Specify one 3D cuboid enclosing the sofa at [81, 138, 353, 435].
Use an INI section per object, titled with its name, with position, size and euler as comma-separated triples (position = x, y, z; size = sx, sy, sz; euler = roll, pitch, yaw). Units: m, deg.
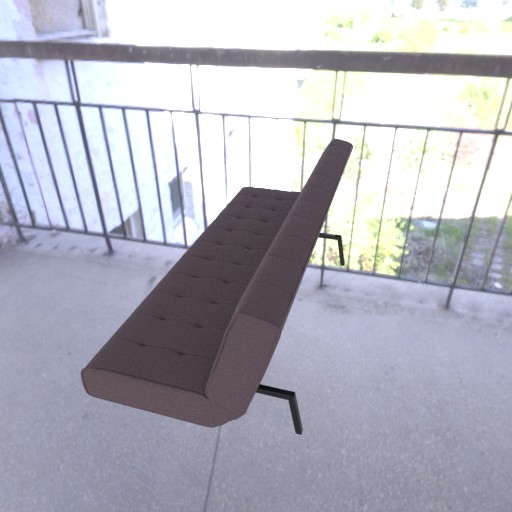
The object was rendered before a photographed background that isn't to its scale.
[sofa]
position = 0.000, 0.000, 2.097
size = 0.747, 0.699, 1.703
euler = 9, 32, 15
